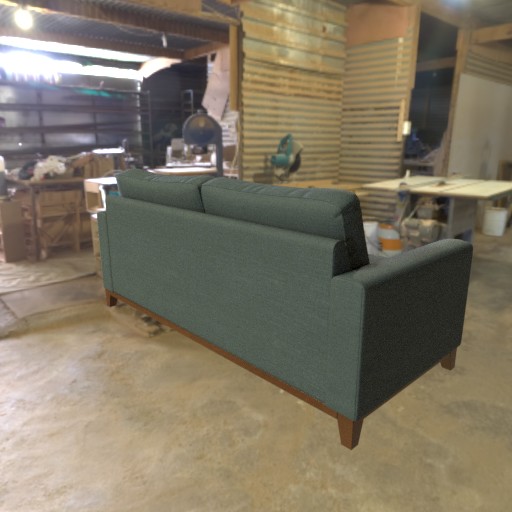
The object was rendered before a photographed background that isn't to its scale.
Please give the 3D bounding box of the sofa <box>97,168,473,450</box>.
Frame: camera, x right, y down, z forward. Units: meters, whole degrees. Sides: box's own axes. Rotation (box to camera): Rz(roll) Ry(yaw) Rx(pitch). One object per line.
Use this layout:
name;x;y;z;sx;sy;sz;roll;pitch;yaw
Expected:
sofa;0.000;0.000;2.349;0.877;0.865;1.900;-14;20;-42
